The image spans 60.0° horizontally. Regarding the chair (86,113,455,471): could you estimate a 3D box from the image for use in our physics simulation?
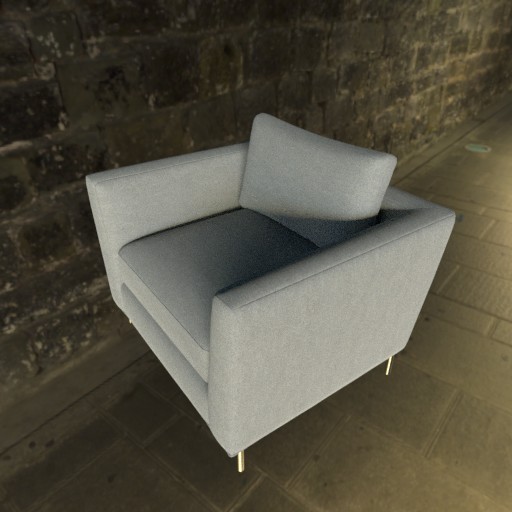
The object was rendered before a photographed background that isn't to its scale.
[{"bbox_3d":[0.000,0.000,1.677,0.889,0.864,1.041,-20,37,-30],"label":"chair"}]
